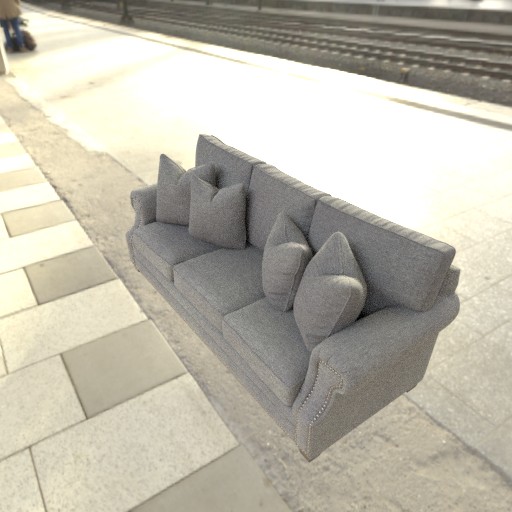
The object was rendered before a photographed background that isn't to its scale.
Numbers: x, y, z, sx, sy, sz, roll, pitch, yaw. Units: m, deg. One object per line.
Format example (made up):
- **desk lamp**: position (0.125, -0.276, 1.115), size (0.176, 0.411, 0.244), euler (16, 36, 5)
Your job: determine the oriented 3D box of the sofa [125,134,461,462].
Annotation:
- **sofa**: position (0.000, 0.000, 2.823), size (0.965, 0.975, 2.312), euler (-21, 38, -30)
